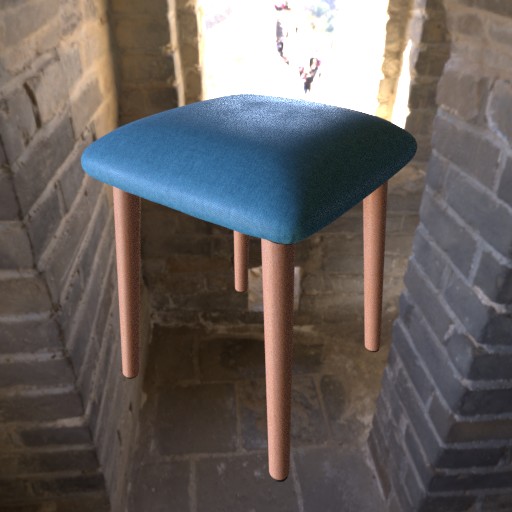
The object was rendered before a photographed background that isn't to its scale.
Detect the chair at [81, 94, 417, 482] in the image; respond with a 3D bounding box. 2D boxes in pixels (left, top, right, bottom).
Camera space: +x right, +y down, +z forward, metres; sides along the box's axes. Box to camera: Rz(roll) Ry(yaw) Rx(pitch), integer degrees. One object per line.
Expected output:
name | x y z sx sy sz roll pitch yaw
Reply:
chair | 0.000 0.000 0.698 0.360 0.450 0.360 21 37 30
